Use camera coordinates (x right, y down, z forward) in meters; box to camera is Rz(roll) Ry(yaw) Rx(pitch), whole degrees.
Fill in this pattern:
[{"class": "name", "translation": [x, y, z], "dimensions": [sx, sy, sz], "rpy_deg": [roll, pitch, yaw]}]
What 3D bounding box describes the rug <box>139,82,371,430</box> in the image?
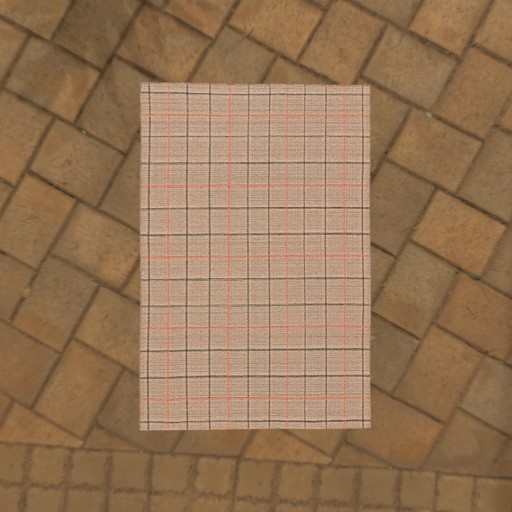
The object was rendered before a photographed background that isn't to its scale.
[{"class": "rug", "translation": [0.000, 0.000, 2.345], "dimensions": [1.220, 0.013, 1.829], "rpy_deg": [0, 90, -1]}]
